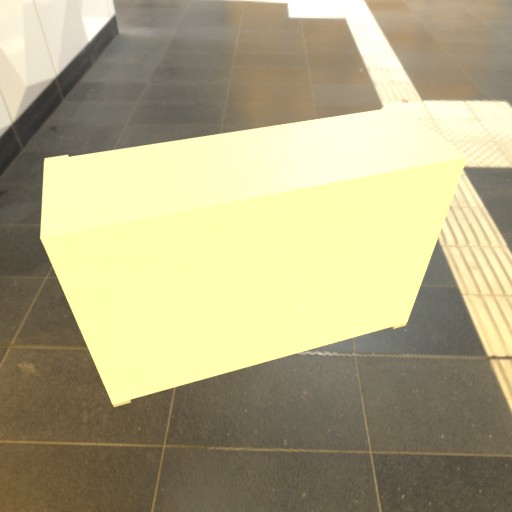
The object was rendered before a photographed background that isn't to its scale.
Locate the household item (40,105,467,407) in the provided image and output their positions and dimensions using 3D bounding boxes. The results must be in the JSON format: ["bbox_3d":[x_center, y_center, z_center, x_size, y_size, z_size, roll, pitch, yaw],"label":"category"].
[{"bbox_3d":[0.000,0.000,1.725,1.300,0.867,0.420,-12,44,-13],"label":"household item"}]
